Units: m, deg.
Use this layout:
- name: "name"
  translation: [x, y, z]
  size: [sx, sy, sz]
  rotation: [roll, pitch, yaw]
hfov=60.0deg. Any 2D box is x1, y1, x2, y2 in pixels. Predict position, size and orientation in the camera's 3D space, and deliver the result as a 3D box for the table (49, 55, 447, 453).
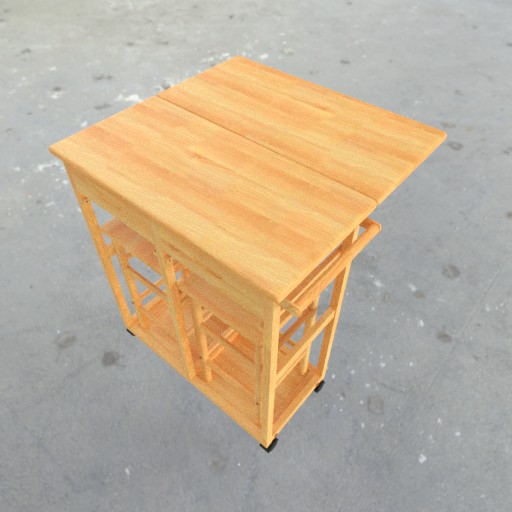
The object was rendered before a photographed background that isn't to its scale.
- name: "table"
  translation: [0.000, 0.000, 1.397]
  size: [0.752, 0.832, 0.693]
  rotation: [32, 55, 26]
